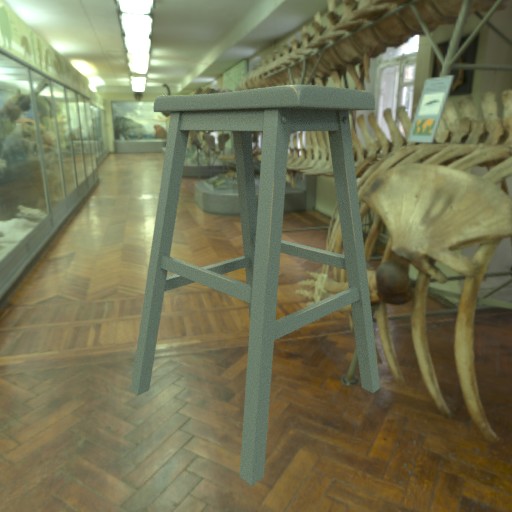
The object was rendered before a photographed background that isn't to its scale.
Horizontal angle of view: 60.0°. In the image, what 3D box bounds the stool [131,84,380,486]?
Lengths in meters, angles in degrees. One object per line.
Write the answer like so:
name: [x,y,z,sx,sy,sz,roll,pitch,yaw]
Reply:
stool: [0.000,0.000,1.069,0.476,0.737,0.457,-16,23,-42]
